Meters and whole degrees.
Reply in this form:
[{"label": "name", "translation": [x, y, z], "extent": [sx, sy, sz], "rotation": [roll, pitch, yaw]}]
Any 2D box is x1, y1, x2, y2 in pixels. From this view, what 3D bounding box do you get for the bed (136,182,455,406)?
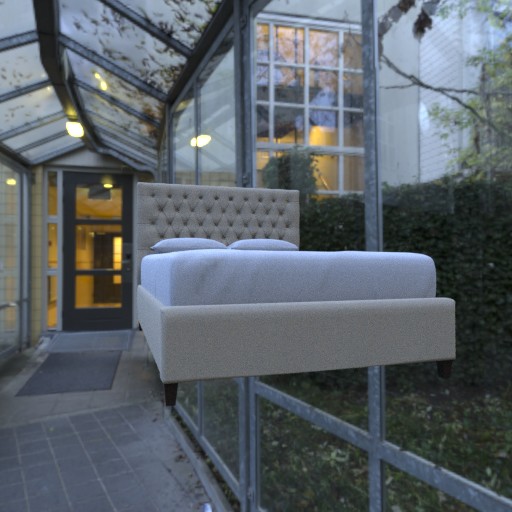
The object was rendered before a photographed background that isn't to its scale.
[{"label": "bed", "translation": [0.000, 0.000, 3.434], "extent": [1.698, 1.427, 2.387], "rotation": [0, 0, -18]}]
